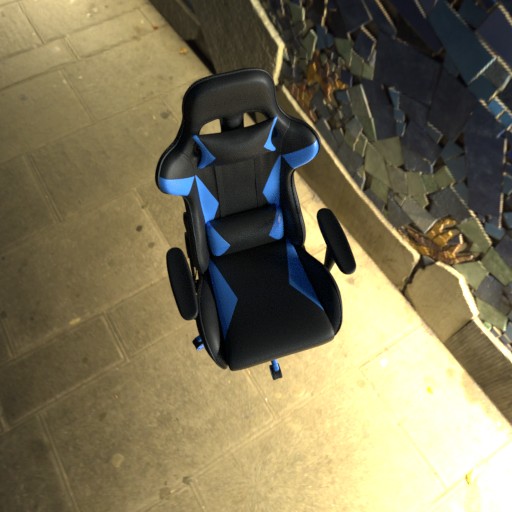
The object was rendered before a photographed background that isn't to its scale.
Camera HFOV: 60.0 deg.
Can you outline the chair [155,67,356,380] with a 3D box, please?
[{"bbox_3d":[0.000,0.000,1.714,0.695,1.282,0.730,-15,64,-8],"label":"chair"}]
